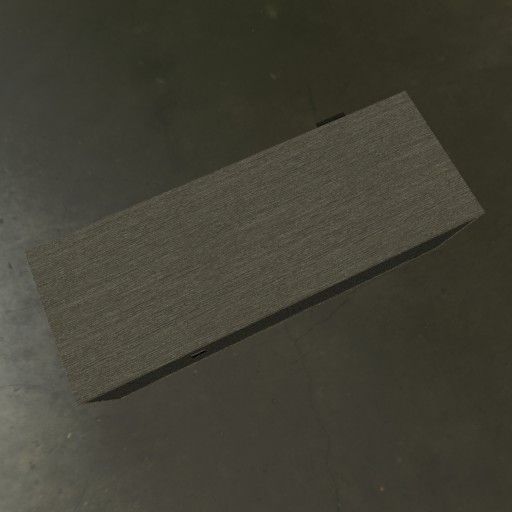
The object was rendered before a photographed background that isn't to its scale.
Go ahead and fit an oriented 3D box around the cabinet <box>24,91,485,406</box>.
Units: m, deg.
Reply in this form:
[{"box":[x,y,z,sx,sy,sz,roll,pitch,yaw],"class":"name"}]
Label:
[{"box":[0.000,0.000,1.616,1.300,0.599,0.500,-24,76,-7],"class":"cabinet"}]
